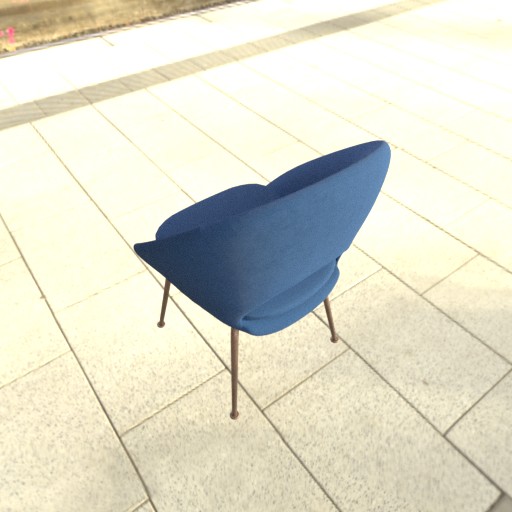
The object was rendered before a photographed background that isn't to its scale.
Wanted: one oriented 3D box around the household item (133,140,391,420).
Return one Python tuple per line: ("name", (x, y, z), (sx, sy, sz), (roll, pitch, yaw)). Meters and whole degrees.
("household item", (0.000, 0.000, 1.288), (0.623, 0.852, 0.573), (-30, 52, -27))
